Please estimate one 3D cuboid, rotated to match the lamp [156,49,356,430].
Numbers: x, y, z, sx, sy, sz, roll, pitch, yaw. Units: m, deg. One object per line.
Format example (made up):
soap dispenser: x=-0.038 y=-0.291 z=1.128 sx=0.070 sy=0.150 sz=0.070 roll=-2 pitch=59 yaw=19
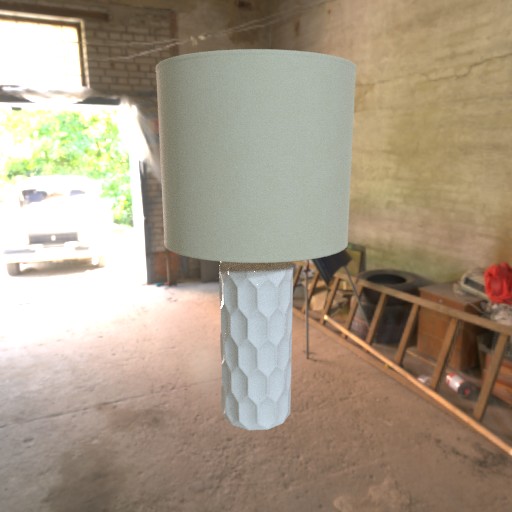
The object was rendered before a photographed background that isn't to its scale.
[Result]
lamp: x=0.000 y=0.000 z=0.687 sx=0.277 sy=0.537 sz=0.277 roll=7 pitch=15 yaw=26
